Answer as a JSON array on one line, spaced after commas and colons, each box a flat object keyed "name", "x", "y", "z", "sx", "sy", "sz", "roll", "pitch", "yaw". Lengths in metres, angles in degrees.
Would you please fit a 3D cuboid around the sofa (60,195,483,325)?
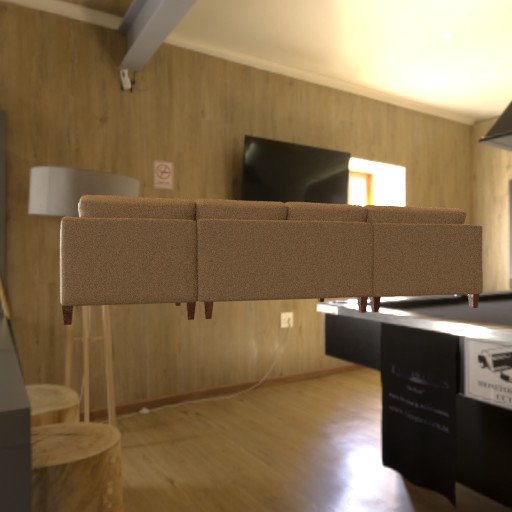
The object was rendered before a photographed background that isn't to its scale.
[{"name": "sofa", "x": 0.000, "y": 0.000, "z": 4.546, "sx": 3.403, "sy": 0.889, "sz": 2.551, "roll": 0, "pitch": 0, "yaw": -16}]
